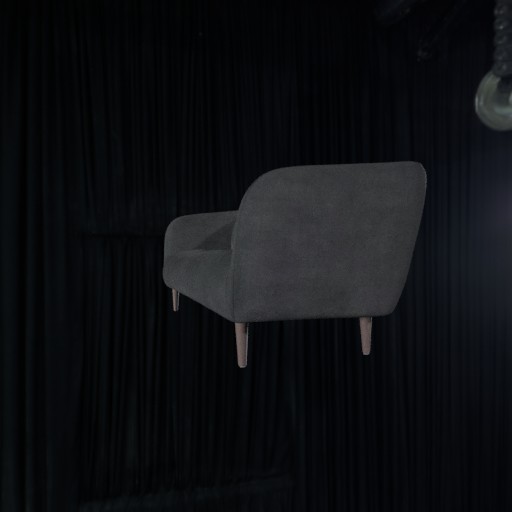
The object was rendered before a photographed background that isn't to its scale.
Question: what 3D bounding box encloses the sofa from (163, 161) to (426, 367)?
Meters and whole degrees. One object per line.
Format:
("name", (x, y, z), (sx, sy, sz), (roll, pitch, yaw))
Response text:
("sofa", (0.000, 0.000, 2.755), (0.956, 0.875, 2.296), (0, 0, -18))
